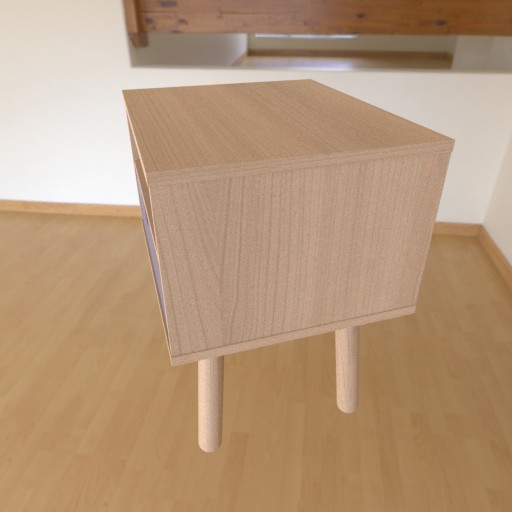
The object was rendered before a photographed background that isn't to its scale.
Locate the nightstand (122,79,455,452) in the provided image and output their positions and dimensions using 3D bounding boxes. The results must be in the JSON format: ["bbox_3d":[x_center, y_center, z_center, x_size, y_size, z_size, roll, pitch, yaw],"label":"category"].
[{"bbox_3d":[0.000,0.000,0.825,0.380,0.530,0.450,-9,32,-15],"label":"nightstand"}]
